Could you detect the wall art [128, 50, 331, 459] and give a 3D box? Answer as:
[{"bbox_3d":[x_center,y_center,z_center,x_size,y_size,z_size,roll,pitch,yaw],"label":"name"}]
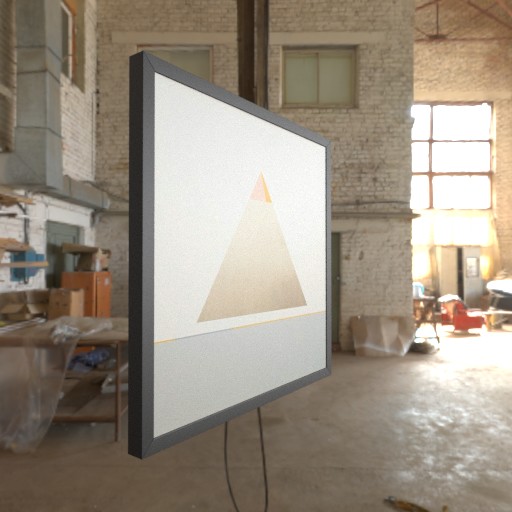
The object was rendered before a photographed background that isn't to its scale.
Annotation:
[{"bbox_3d":[0.000,0.000,0.767,0.028,0.511,0.513,-1,-1,37],"label":"wall art"}]
